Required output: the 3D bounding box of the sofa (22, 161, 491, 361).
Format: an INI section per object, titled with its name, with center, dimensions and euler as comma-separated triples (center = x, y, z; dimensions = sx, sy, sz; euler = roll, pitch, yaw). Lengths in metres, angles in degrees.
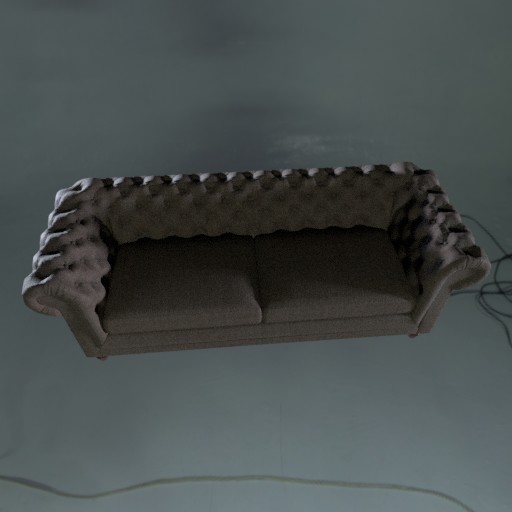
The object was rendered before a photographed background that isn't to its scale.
[sofa]
center = 0.000, 0.000, 2.732
dimensions = 2.385, 0.787, 0.944
euler = -3, 46, -3
